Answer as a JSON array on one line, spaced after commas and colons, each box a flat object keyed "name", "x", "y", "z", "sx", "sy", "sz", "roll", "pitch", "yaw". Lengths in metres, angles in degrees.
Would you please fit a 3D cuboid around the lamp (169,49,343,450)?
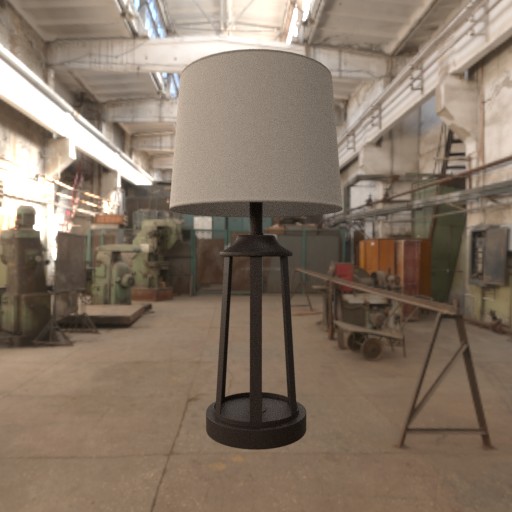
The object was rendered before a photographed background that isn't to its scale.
[{"name": "lamp", "x": 0.000, "y": 0.000, "z": 0.654, "sx": 0.251, "sy": 0.509, "sz": 0.251, "roll": 0, "pitch": 1, "yaw": 0}]
